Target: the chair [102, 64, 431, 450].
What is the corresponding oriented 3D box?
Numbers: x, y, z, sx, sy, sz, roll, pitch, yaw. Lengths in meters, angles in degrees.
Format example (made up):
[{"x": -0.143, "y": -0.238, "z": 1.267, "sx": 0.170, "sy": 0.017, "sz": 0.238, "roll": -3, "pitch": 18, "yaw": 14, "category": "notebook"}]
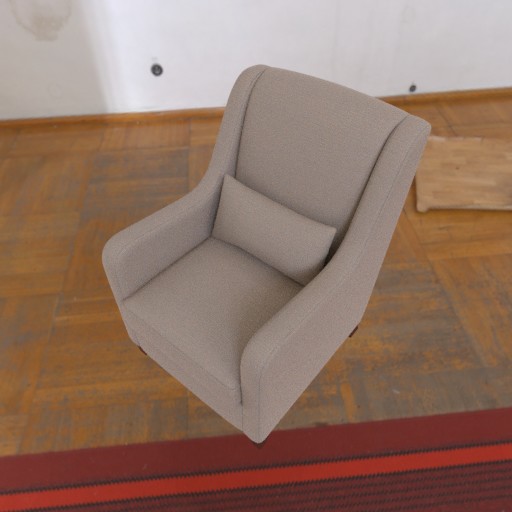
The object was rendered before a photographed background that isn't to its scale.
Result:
[{"x": 0.000, "y": 0.000, "z": 1.638, "sx": 0.715, "sy": 1.017, "sz": 0.896, "roll": 31, "pitch": 53, "yaw": 26, "category": "chair"}]
